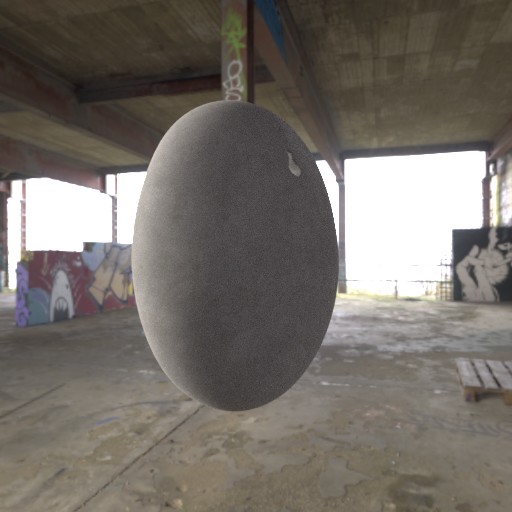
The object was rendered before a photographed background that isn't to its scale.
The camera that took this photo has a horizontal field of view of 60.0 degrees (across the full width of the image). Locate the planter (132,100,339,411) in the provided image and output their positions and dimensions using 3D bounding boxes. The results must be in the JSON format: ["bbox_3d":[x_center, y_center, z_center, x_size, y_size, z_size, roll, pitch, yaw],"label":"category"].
[{"bbox_3d":[0.000,0.000,0.279,0.071,0.188,0.185,0,0,36],"label":"planter"}]
